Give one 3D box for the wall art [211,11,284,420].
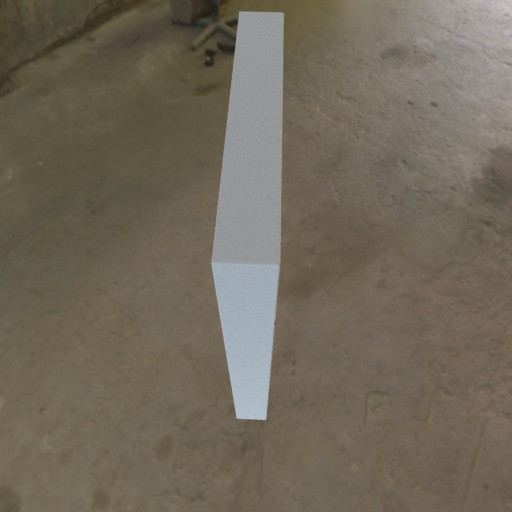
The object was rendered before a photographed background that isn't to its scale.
[{"bbox_3d":[0.000,0.000,0.472,0.039,0.381,0.252,2,58,1],"label":"wall art"}]
